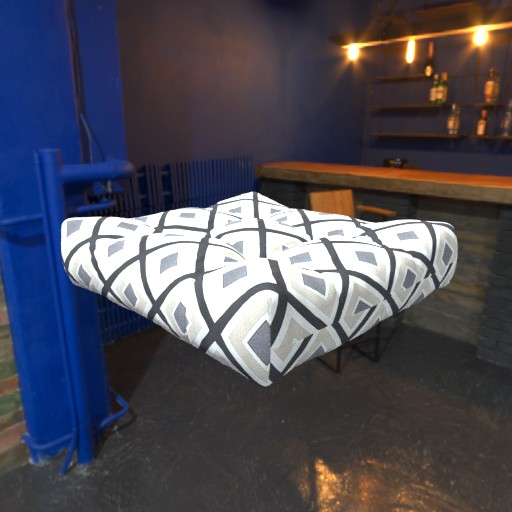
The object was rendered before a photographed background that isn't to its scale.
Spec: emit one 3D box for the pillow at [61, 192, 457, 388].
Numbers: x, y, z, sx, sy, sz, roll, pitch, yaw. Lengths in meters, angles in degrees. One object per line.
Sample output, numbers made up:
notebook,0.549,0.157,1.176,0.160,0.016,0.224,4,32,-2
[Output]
pillow,0.000,0.000,0.731,0.468,0.128,0.490,-16,23,-42
